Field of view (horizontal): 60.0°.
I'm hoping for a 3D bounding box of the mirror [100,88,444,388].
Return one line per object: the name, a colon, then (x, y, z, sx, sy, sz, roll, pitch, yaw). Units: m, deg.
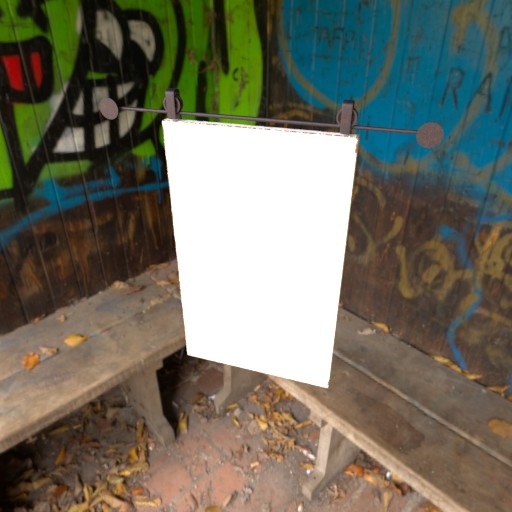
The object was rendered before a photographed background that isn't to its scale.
mirror: (0.000, 0.000, 1.206, 0.808, 0.844, 0.037, 9, 33, 15)
